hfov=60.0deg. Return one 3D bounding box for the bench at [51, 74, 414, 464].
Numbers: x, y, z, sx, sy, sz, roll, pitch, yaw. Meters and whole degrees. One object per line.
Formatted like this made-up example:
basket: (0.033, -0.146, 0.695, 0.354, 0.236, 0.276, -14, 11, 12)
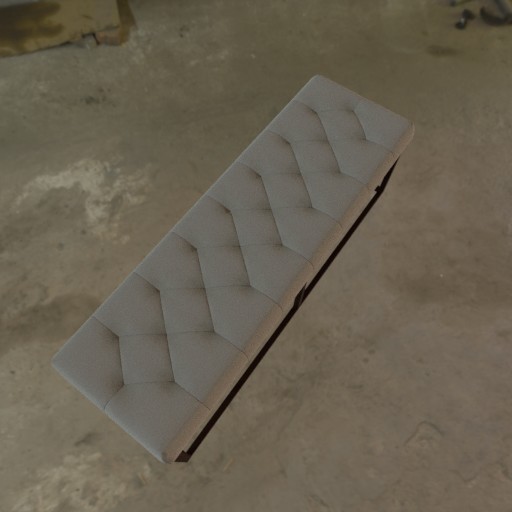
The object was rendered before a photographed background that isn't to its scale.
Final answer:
bench: (0.000, 0.000, 1.712, 0.479, 0.488, 1.488, 34, 69, 15)
